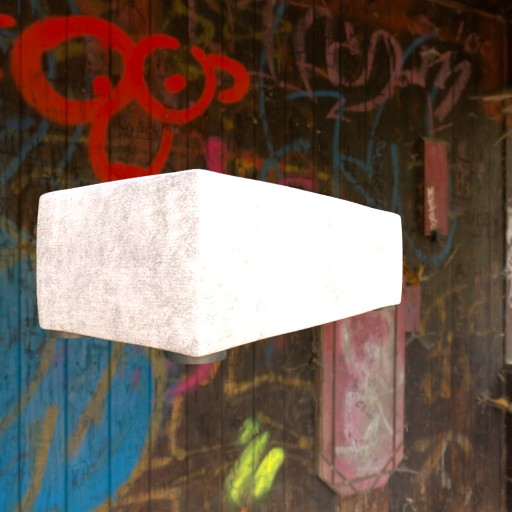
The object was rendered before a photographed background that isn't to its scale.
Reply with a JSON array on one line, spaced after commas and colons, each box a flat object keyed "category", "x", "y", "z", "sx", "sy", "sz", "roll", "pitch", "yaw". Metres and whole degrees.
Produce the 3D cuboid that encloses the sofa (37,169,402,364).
[{"category": "sofa", "x": 0.000, "y": 0.000, "z": 1.153, "sx": 0.480, "sy": 0.330, "sz": 0.930, "roll": 0, "pitch": 0, "yaw": 36}]
